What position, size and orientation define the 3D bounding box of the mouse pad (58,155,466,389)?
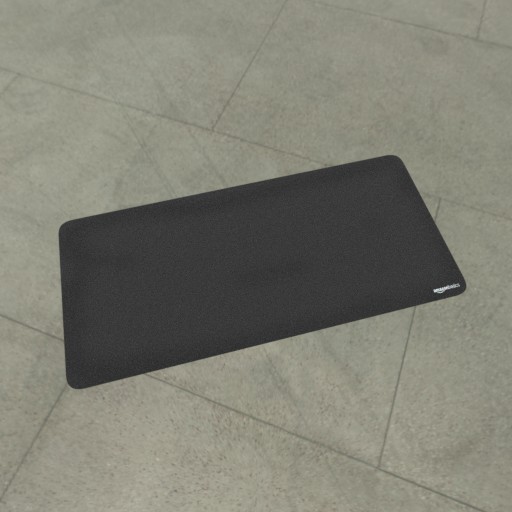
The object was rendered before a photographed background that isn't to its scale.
[{"bbox_3d":[0.000,0.000,1.056,0.907,0.003,0.424,-13,63,-7],"label":"mouse pad"}]
